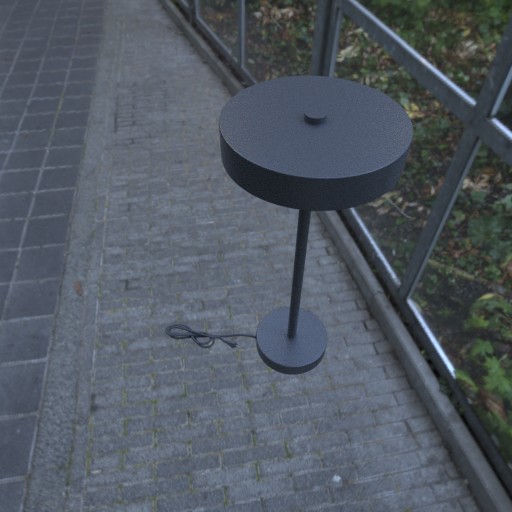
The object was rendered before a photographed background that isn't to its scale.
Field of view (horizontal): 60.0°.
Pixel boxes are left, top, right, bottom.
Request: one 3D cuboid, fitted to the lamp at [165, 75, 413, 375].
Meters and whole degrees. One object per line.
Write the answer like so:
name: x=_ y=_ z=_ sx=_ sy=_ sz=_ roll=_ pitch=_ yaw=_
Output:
lamp: x=0.000 y=0.000 z=0.711 sx=0.369 sy=0.508 sz=0.229 roll=3 pitch=47 yaw=3
